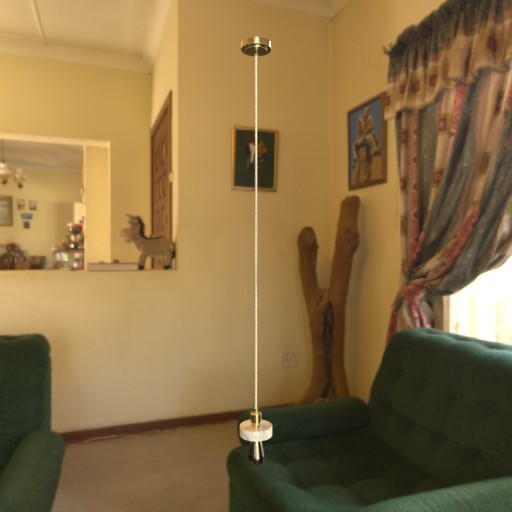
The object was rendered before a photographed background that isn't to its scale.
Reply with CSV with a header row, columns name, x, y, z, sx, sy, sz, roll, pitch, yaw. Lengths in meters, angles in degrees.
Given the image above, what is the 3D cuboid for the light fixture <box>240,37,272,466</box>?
name,x,y,z,sx,sy,sz,roll,pitch,yaw
light fixture,0.000,0.000,1.759,0.129,1.669,0.129,-1,1,-36
